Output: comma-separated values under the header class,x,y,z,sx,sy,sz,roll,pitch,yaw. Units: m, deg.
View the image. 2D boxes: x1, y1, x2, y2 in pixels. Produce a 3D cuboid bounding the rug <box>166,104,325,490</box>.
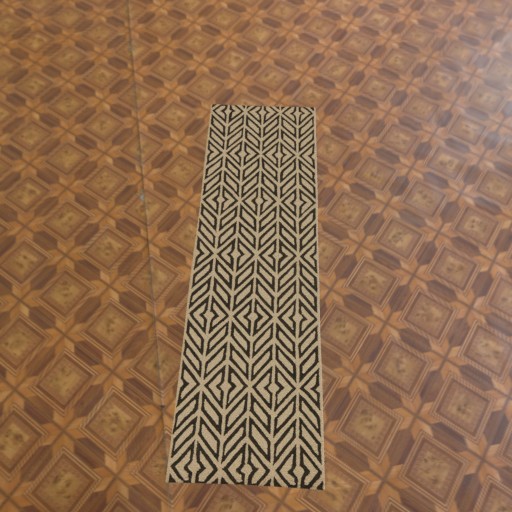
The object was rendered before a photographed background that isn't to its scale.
class,x,y,z,sx,sy,sz,roll,pitch,yaw
rug,0.000,0.000,2.637,0.750,0.009,2.435,2,63,1
